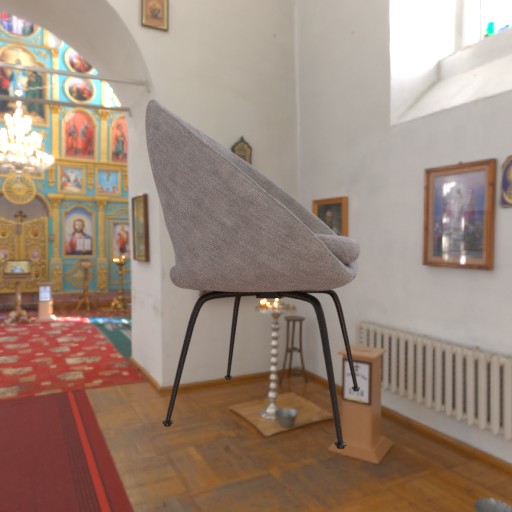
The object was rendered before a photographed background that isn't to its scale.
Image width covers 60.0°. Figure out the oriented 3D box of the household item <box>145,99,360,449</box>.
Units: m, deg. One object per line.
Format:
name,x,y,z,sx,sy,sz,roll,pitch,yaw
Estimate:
household item,0.000,0.000,1.287,0.587,0.869,0.643,0,0,17
